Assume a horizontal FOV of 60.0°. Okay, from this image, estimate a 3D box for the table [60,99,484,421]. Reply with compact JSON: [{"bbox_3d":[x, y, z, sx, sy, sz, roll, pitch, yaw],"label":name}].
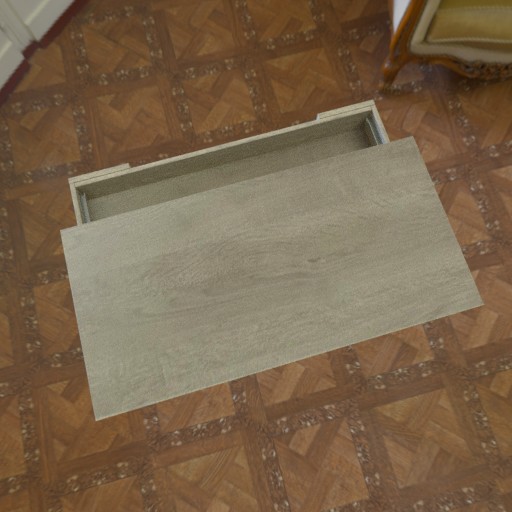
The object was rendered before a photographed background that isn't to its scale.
[{"bbox_3d":[0.000,0.000,1.450,1.000,0.570,0.711,-16,76,-4],"label":"table"}]
